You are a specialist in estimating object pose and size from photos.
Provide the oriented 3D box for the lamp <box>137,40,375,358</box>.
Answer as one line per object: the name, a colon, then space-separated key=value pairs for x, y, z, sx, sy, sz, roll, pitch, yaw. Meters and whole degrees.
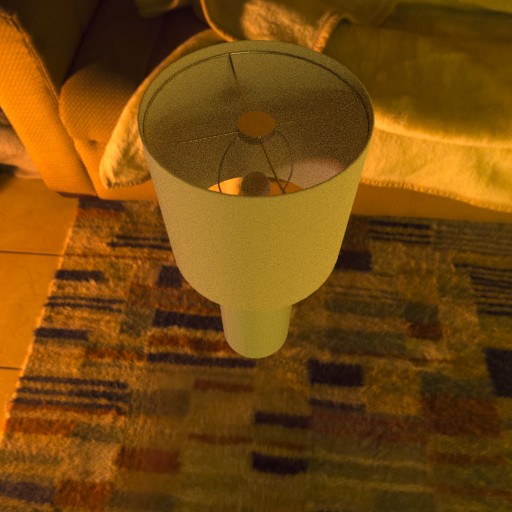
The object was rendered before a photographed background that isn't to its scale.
lamp: x=0.000 y=0.000 z=0.605 sx=0.212 sy=0.493 sz=0.212 roll=-13 pitch=58 yaw=-8
